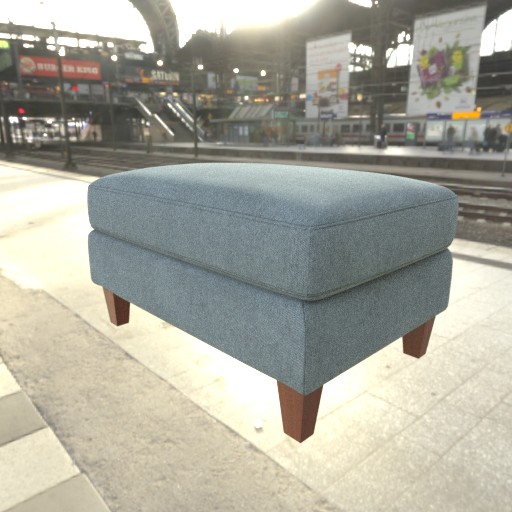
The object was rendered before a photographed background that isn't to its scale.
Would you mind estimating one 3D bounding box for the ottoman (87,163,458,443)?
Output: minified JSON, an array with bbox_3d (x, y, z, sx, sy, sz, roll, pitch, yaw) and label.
[{"bbox_3d":[0.000,0.000,1.208,0.584,0.483,0.864,-14,21,-42],"label":"ottoman"}]
